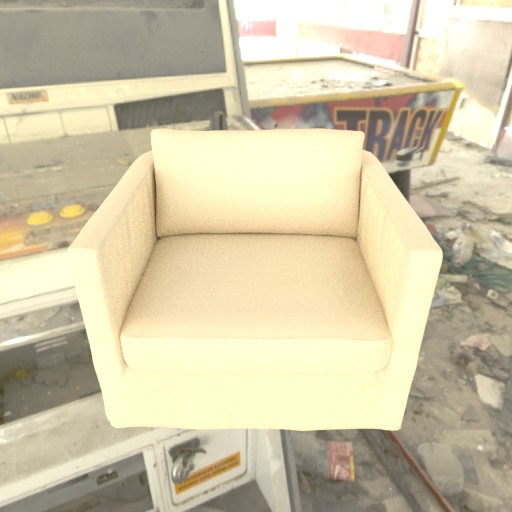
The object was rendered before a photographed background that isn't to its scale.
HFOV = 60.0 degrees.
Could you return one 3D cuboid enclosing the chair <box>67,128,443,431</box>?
[{"bbox_3d":[0.000,0.000,1.719,1.057,0.851,0.947,0,31,1],"label":"chair"}]
